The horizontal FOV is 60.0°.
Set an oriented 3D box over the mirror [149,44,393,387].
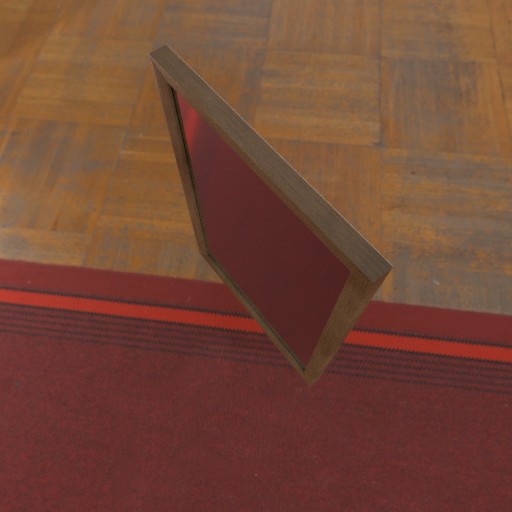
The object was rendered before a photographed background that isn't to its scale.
[{"bbox_3d":[0.000,0.000,0.946,0.040,0.710,0.507,-35,69,-16],"label":"mirror"}]
